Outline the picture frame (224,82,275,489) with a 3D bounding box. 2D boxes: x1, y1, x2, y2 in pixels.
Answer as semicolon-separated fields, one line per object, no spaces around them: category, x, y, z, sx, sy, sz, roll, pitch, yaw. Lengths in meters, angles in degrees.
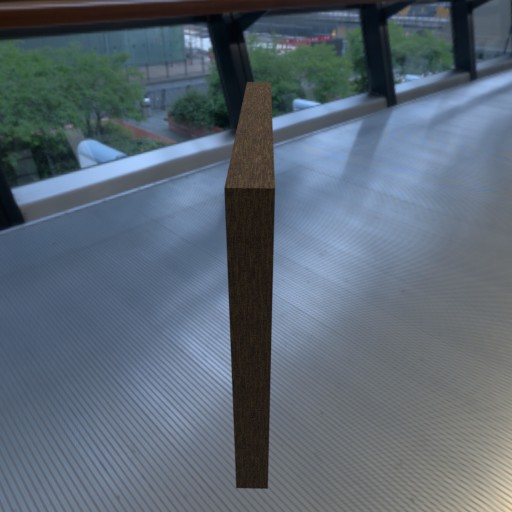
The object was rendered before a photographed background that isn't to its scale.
picture frame;0.000;0.000;0.532;0.033;0.330;0.378;1;31;1
